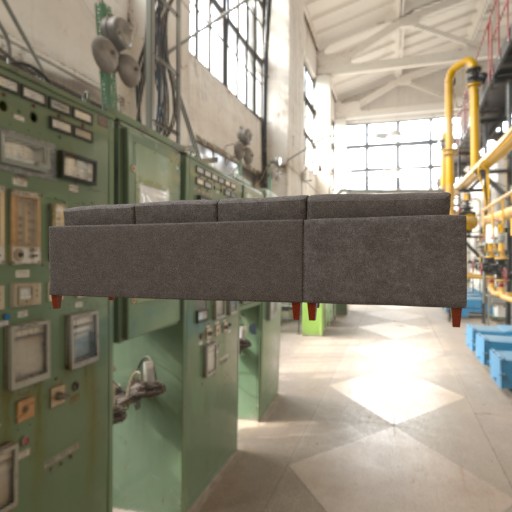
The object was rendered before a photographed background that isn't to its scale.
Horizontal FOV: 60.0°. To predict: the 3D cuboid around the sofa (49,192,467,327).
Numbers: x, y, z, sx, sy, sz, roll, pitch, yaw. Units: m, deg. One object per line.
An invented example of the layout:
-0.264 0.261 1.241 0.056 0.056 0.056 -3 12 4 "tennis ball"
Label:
0.000 0.000 4.204 3.471 0.954 1.606 0 0 18 "sofa"
